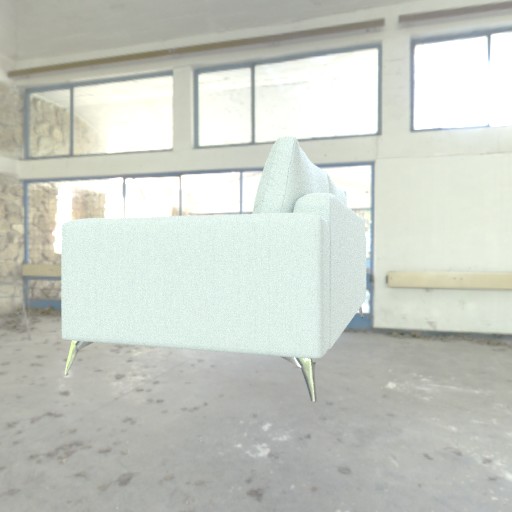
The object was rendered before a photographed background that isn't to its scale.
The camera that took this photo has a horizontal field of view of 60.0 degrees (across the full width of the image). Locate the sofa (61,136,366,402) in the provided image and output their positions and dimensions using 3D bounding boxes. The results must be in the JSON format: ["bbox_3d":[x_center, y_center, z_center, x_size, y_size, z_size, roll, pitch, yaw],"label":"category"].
[{"bbox_3d":[0.000,0.000,2.130,0.920,0.790,1.650,0,1,18],"label":"sofa"}]
